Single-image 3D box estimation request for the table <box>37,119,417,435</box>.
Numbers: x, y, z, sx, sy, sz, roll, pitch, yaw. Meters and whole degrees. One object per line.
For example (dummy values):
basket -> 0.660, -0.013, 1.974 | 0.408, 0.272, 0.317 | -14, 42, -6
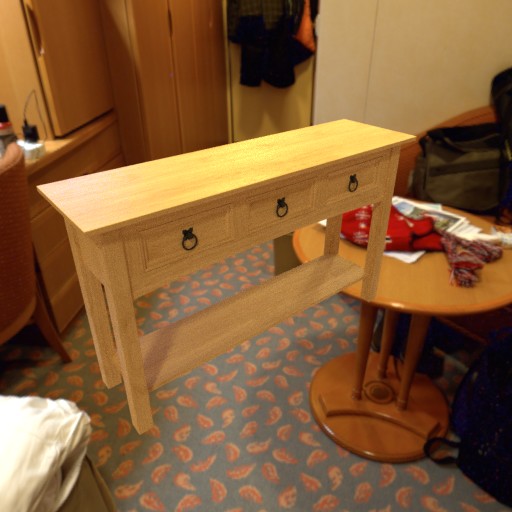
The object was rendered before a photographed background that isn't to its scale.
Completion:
table -> 0.000, 0.000, 1.597 | 1.240, 0.730, 0.350 | -22, 37, -33
